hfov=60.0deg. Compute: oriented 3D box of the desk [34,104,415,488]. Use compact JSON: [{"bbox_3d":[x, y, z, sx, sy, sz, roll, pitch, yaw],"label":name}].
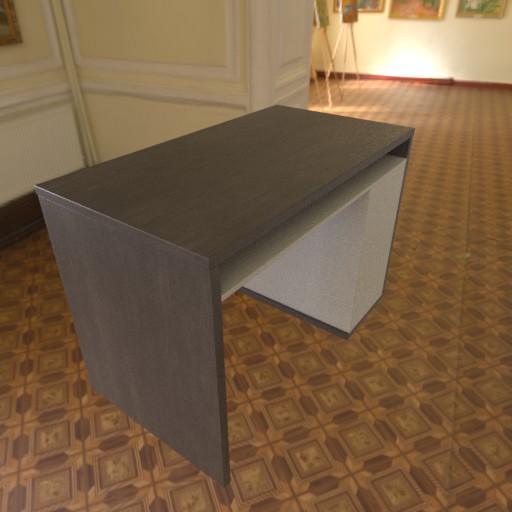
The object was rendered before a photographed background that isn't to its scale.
[{"bbox_3d":[0.000,0.000,1.554,0.600,0.750,1.100,21,38,31],"label":"desk"}]
